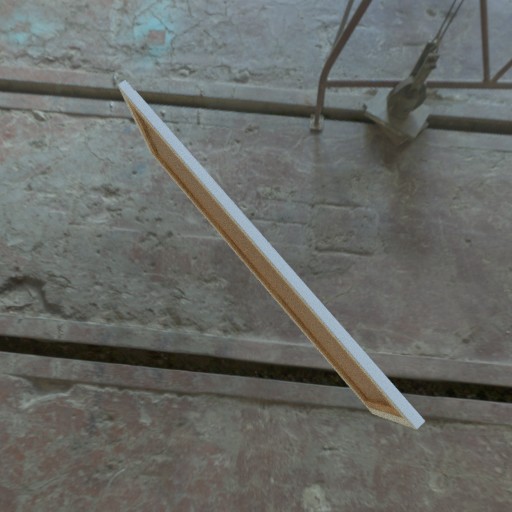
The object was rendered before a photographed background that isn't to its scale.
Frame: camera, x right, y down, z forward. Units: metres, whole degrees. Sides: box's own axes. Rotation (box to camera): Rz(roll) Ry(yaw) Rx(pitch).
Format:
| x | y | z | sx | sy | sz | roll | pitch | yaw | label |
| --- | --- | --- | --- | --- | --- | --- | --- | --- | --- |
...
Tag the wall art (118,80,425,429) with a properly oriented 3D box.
| x | y | z | sx | sy | sz | roll | pitch | yaw | label |
| --- | --- | --- | --- | --- | --- | --- | --- | --- | --- |
| 0.000 | 0.000 | 1.702 | 0.039 | 0.507 | 1.520 | -39 | 79 | -9 | wall art |
